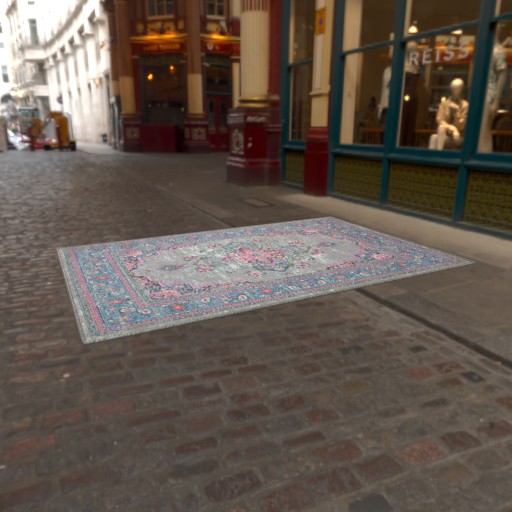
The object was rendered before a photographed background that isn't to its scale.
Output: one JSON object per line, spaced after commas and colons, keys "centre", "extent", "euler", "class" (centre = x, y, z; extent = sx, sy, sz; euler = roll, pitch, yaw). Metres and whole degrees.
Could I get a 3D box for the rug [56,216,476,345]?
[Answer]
{"centre": [0.000, 0.000, 2.190], "extent": [1.748, 0.014, 1.144], "euler": [-9, 19, -26], "class": "rug"}
